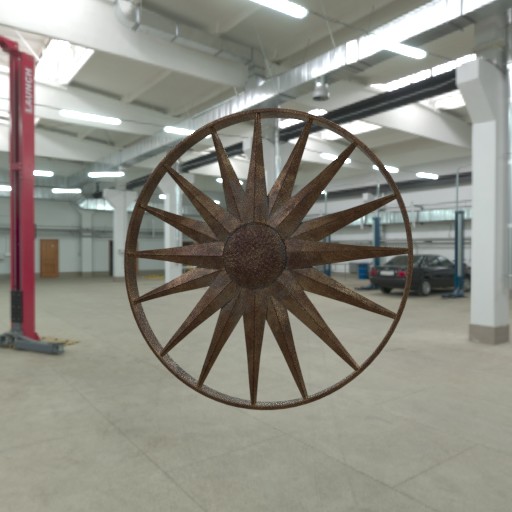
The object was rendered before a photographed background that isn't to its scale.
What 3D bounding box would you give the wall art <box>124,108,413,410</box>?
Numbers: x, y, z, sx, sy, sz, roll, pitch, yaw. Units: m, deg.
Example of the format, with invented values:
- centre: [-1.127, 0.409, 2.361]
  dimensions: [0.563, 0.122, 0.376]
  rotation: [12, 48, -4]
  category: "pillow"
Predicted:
- centre: [0.000, 0.000, 0.871]
  dimensions: [0.582, 0.583, 0.084]
  rotation: [0, 1, 18]
  category: "wall art"
